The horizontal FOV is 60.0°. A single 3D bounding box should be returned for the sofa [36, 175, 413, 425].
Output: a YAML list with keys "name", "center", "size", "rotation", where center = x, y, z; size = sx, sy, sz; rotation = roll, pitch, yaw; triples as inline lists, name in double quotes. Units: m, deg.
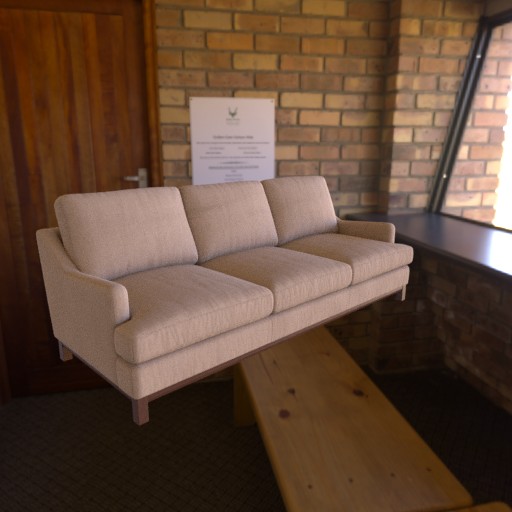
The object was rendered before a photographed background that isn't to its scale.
- name: "sofa"
  center: [0.000, 0.000, 2.832]
  size: [2.321, 0.913, 1.000]
  rotation: [-13, 19, -43]
